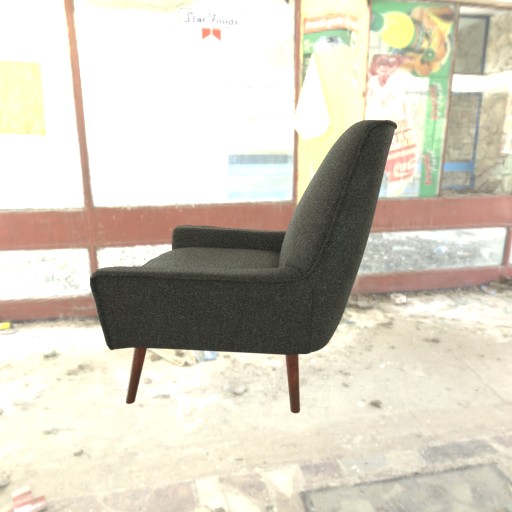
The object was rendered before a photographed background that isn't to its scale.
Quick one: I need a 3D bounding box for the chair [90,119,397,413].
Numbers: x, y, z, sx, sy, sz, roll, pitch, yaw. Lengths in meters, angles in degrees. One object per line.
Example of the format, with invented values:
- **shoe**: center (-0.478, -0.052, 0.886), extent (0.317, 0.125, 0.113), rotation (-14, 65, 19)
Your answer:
- **chair**: center (0.000, 0.000, 1.527), extent (0.859, 0.883, 0.763), rotation (2, 14, 9)
